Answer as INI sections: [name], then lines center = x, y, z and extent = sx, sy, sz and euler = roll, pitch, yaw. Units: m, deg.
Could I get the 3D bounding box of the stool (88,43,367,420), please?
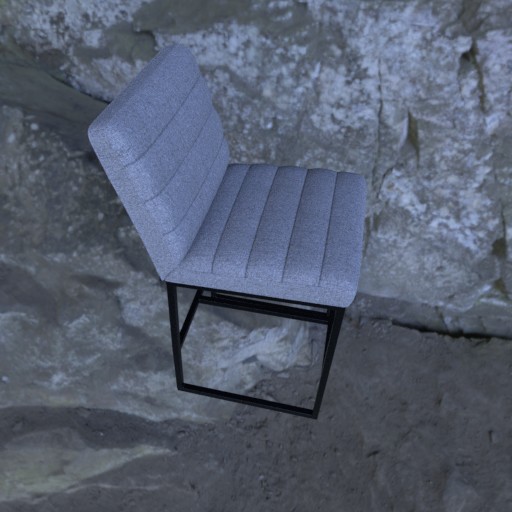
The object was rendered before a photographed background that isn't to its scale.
[stool]
center = 0.000, 0.000, 1.313
extent = 0.571, 1.034, 0.459
euler = 9, 47, 9
